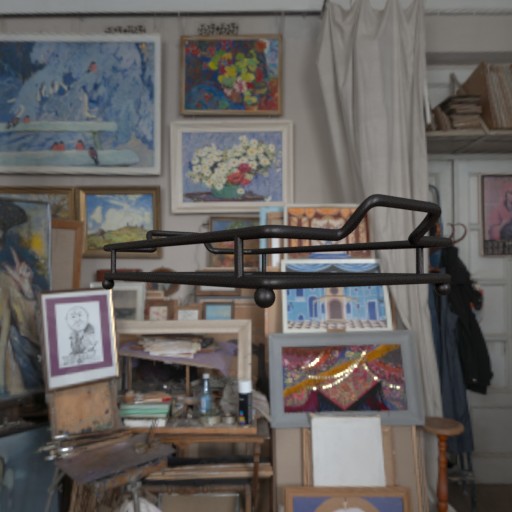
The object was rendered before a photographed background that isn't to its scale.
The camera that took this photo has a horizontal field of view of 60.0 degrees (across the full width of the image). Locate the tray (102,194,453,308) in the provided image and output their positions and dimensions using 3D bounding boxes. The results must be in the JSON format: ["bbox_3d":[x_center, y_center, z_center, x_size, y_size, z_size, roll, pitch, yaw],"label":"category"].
[{"bbox_3d":[0.000,0.000,0.619,0.297,0.101,0.495,1,-2,-37],"label":"tray"}]
